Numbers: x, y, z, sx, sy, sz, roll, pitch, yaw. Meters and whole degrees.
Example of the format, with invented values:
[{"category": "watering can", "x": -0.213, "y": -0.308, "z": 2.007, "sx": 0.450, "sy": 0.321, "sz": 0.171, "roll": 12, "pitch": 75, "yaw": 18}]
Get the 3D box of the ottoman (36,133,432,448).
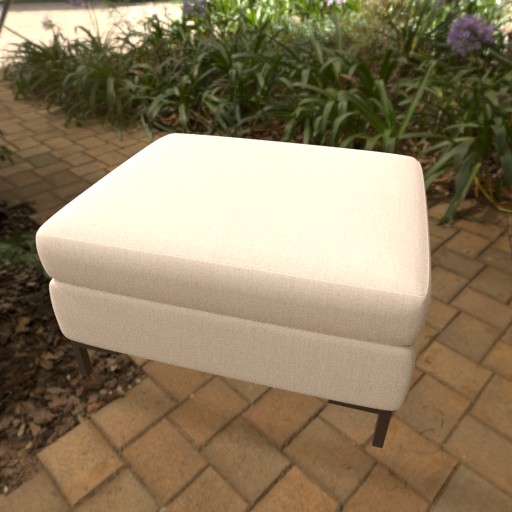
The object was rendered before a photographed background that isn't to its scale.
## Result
[{"category": "ottoman", "x": 0.000, "y": 0.000, "z": 1.154, "sx": 0.794, "sy": 0.453, "sz": 0.657, "roll": 9, "pitch": 35, "yaw": 13}]
